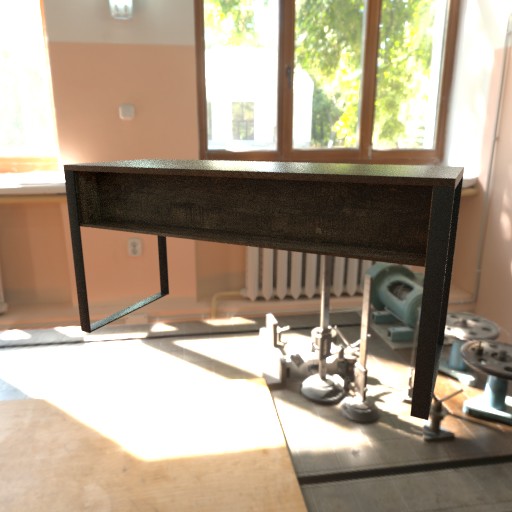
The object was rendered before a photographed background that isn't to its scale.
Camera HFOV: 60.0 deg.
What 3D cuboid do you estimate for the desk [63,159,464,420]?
[{"bbox_3d":[0.000,0.000,1.901,1.524,0.762,0.599,7,16,26],"label":"desk"}]
